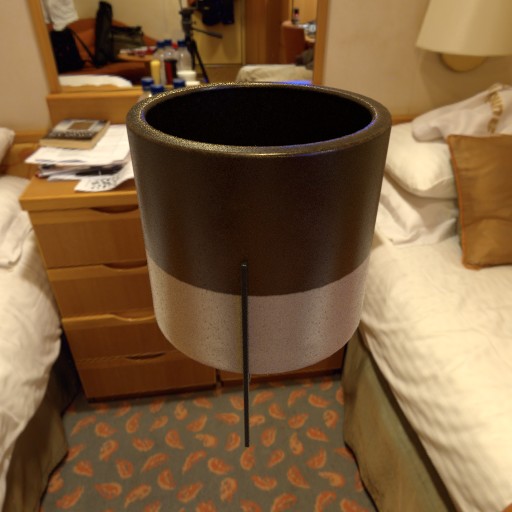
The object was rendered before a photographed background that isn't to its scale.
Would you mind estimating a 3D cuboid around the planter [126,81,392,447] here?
[{"bbox_3d":[0.000,0.000,0.710,0.354,0.465,0.345,21,38,29],"label":"planter"}]
